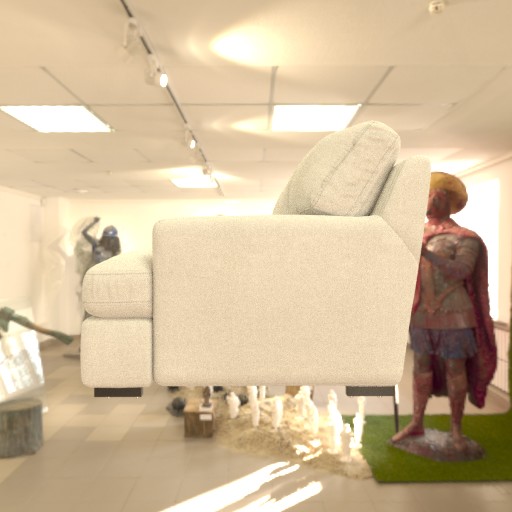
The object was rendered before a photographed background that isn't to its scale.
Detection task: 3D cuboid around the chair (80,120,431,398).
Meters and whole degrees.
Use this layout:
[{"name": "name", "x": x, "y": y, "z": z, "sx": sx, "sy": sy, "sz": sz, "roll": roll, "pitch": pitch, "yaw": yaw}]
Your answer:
[{"name": "chair", "x": 0.000, "y": 0.000, "z": 1.964, "sx": 1.158, "sy": 0.930, "sz": 1.140, "roll": 0, "pitch": 0, "yaw": -1}]
